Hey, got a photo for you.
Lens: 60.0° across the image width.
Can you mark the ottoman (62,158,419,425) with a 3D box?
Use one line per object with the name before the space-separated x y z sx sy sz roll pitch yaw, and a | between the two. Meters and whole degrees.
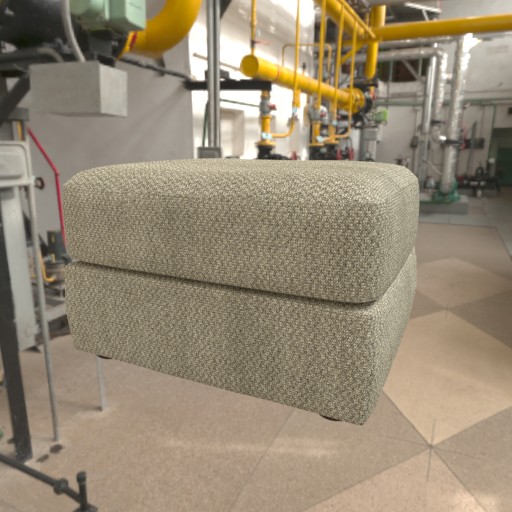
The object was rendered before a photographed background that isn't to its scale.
ottoman | 0.000 0.000 1.134 0.751 0.476 0.603 7 16 25
